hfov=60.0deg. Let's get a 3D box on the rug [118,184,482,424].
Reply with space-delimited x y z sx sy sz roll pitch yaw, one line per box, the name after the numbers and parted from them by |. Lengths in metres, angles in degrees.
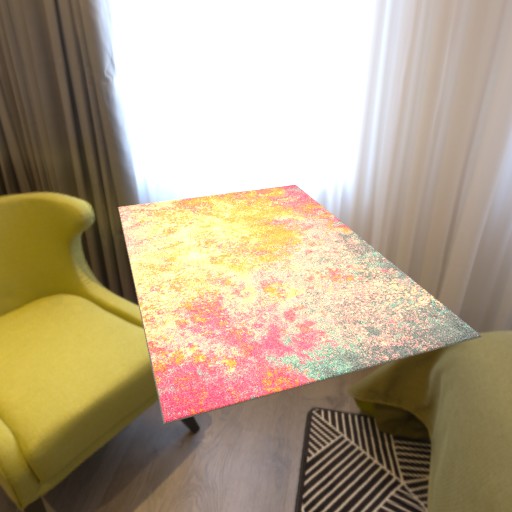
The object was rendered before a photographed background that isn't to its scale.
0.000 0.000 3.686 2.007 0.013 2.896 -10 31 -17 | rug
